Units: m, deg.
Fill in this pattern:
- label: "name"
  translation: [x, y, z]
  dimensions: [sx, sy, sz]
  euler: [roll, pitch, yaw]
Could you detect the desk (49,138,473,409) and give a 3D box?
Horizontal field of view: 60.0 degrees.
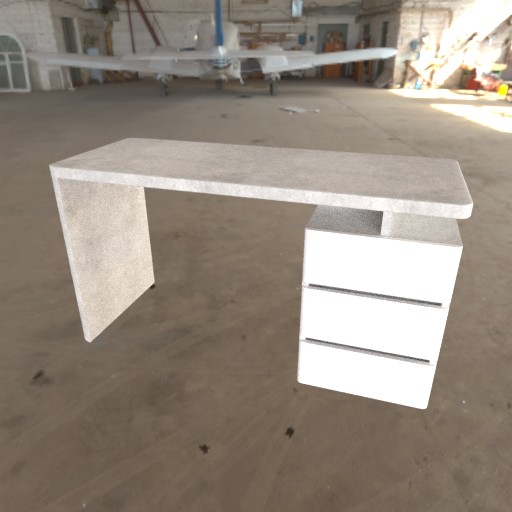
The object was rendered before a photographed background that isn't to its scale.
- label: "desk"
  translation: [0.000, 0.000, 1.772]
  dimensions: [1.400, 0.755, 0.550]
  euler: [8, 27, 16]
